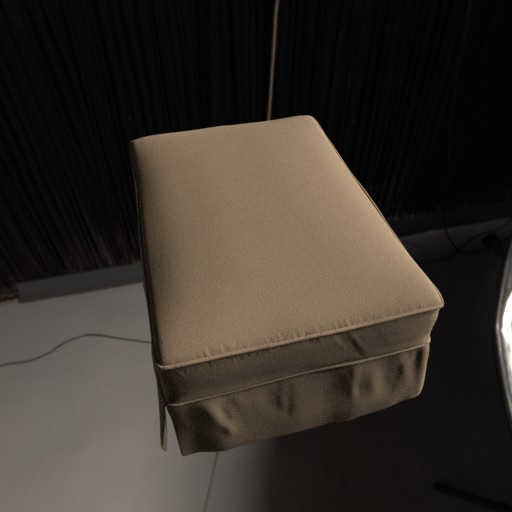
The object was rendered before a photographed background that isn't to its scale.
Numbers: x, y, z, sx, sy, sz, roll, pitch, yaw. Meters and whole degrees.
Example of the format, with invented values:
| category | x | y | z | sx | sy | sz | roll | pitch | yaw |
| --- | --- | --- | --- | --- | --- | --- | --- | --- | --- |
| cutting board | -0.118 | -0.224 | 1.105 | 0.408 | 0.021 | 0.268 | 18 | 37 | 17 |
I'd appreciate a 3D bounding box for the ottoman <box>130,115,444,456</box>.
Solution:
| category | x | y | z | sx | sy | sz | roll | pitch | yaw |
| --- | --- | --- | --- | --- | --- | --- | --- | --- | --- |
| ottoman | 0.000 | 0.000 | 1.351 | 0.721 | 0.482 | 0.959 | -11 | 46 | -10 |
